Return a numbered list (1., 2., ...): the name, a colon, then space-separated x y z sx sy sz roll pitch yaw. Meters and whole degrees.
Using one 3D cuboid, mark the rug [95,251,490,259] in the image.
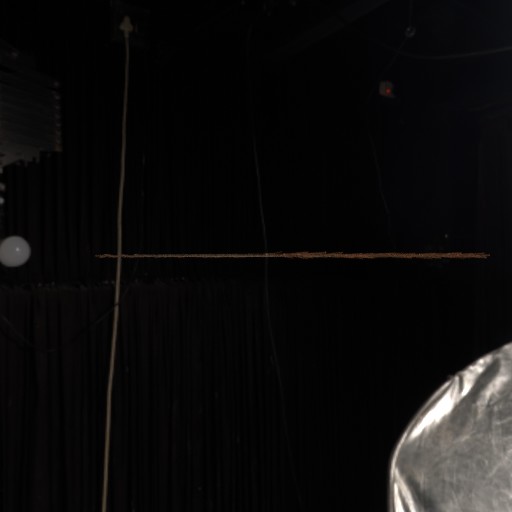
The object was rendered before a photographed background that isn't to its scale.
1. rug: 0.000 0.000 2.522 1.224 0.027 2.085 0 0 -35
